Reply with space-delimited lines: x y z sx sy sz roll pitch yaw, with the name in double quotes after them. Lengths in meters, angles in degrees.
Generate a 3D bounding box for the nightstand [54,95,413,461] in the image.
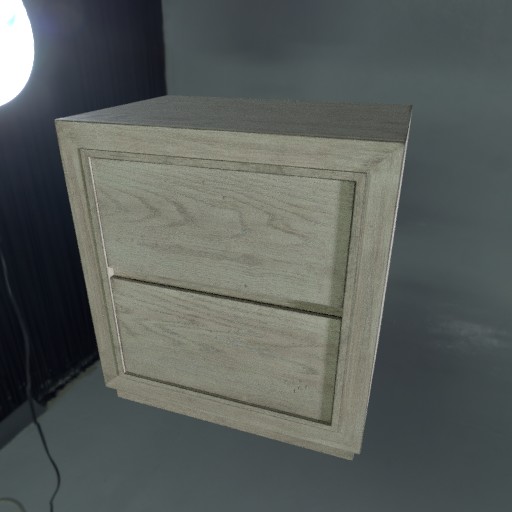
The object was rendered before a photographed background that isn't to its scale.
0.000 0.000 1.063 0.612 0.673 0.483 9 27 17 "nightstand"
